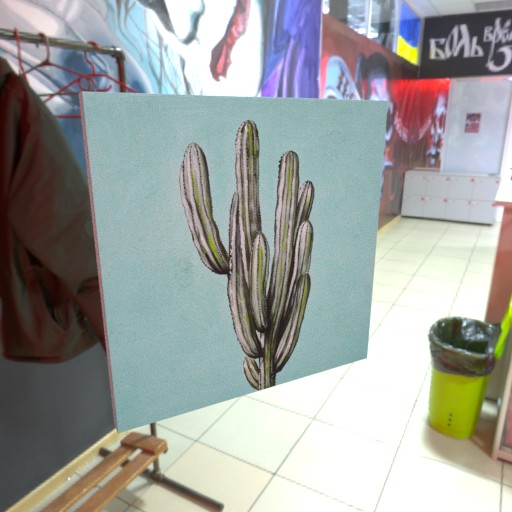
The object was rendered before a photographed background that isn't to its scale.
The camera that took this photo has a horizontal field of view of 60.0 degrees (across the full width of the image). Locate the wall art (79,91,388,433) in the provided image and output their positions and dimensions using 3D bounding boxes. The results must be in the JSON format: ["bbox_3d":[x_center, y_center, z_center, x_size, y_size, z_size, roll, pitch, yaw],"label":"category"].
[{"bbox_3d":[0.000,0.000,0.893,0.603,0.603,0.036,-9,19,-26],"label":"wall art"}]
